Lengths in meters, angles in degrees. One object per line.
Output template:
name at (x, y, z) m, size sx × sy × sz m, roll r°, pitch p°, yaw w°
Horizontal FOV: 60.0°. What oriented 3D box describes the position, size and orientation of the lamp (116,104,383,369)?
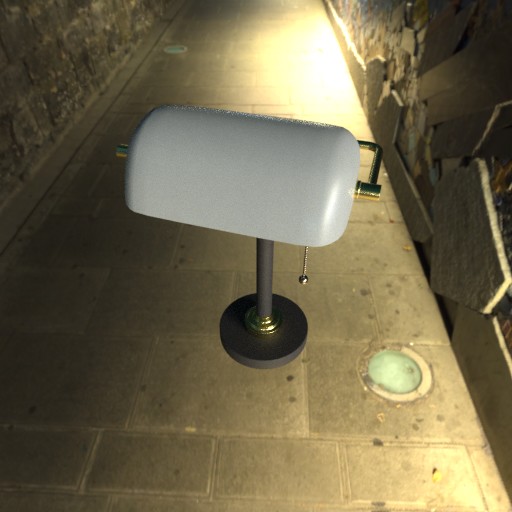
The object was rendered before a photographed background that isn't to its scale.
lamp at (0.000, 0.000, 0.570) m, size 0.269 × 0.404 × 0.227 m, roll 12°, pitch 42°, yaw 13°
